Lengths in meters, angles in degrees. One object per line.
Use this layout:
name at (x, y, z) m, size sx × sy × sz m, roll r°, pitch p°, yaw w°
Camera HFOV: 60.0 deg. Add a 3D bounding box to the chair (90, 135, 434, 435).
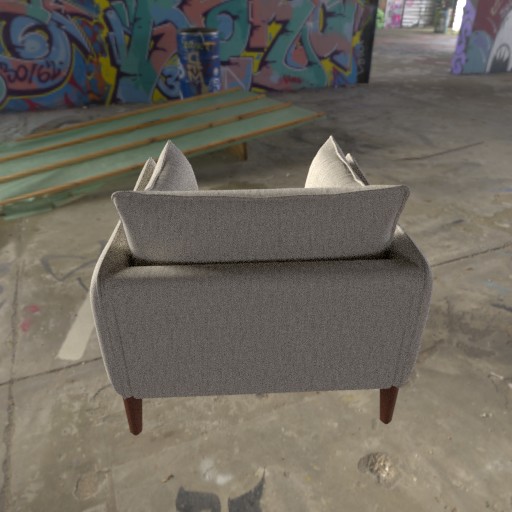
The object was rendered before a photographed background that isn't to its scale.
chair at (0.000, 0.000, 1.697) m, size 0.994 × 0.855 × 0.991 m, roll -2°, pitch 31°, yaw -3°
